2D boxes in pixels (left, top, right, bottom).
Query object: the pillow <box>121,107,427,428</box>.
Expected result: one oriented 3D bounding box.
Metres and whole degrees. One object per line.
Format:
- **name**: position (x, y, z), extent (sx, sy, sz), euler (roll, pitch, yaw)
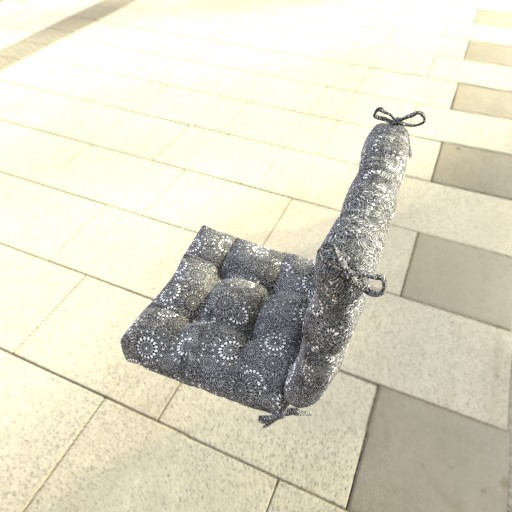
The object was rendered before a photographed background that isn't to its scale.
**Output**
- **pillow**: position (0.000, 0.000, 1.027), extent (0.571, 0.605, 0.519), euler (16, 48, 15)
